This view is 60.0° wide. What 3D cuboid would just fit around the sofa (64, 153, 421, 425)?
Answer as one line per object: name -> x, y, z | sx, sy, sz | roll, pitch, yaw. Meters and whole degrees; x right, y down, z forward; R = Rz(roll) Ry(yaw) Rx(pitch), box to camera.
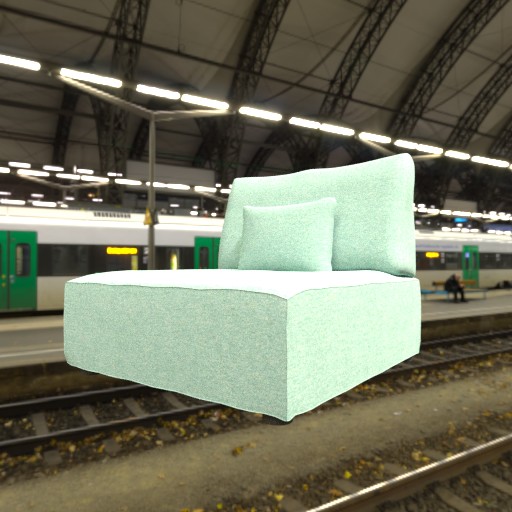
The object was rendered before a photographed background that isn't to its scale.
sofa -> 0.000, 0.000, 1.671 | 0.930, 0.820, 1.000 | -1, -1, 37
